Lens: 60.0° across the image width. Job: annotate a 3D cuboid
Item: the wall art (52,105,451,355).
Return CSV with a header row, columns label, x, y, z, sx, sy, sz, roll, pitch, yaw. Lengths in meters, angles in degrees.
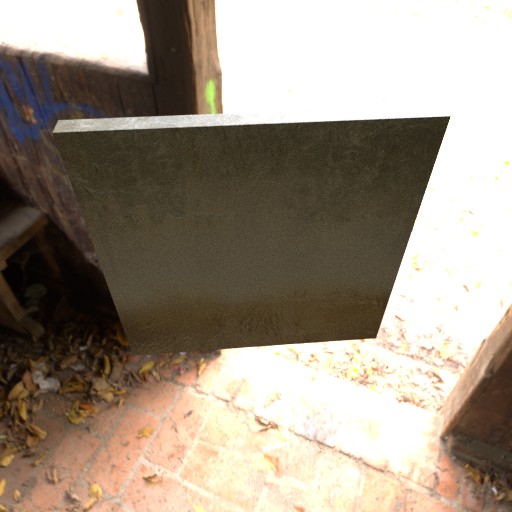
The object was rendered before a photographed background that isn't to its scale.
label,x,y,z,sx,sy,sz,roll,pitch,yaw
wall art,0.000,0.000,0.905,0.610,0.610,0.038,-3,46,-3
